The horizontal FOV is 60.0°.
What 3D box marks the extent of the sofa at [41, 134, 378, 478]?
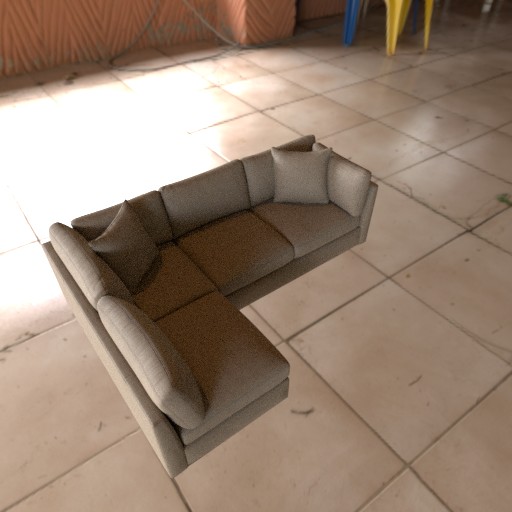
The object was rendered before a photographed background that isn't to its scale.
[{"bbox_3d":[0.000,0.000,3.780,2.896,0.978,1.994,-26,47,-27],"label":"sofa"}]
